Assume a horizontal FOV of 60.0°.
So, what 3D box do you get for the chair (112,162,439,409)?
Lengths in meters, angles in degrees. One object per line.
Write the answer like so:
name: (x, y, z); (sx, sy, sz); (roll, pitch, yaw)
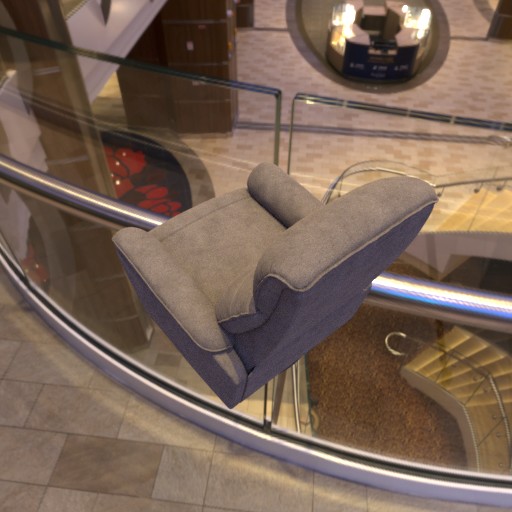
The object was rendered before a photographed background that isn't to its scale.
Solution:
chair: (0.000, 0.000, 1.743); (0.830, 1.036, 1.009); (-31, 53, -26)
